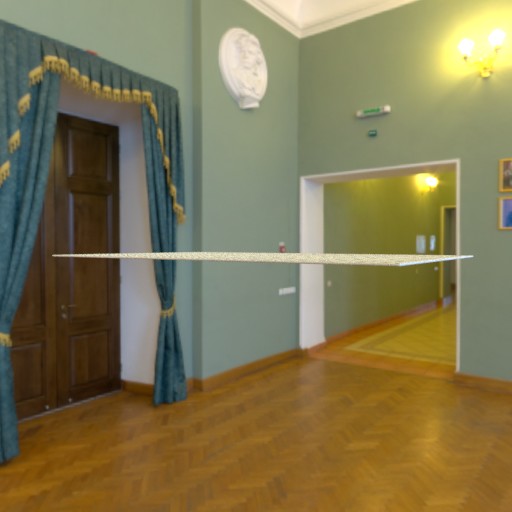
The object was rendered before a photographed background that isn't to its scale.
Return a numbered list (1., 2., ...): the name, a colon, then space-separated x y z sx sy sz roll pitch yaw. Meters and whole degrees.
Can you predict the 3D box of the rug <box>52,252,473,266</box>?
1. rug: 0.000 0.000 3.011 2.435 0.011 1.517 1 2 36
